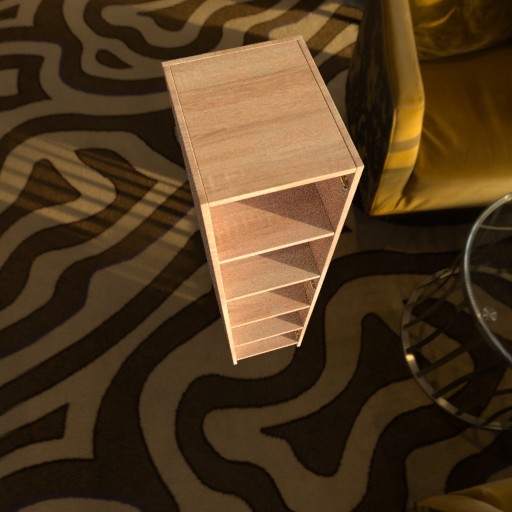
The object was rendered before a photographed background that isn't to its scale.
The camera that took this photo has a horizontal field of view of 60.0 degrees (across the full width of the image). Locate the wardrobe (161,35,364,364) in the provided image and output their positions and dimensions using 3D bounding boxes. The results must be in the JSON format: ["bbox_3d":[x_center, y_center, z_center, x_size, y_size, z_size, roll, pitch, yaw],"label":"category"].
[{"bbox_3d":[0.000,0.000,2.351,0.496,2.117,0.588,-14,65,-7],"label":"wardrobe"}]
